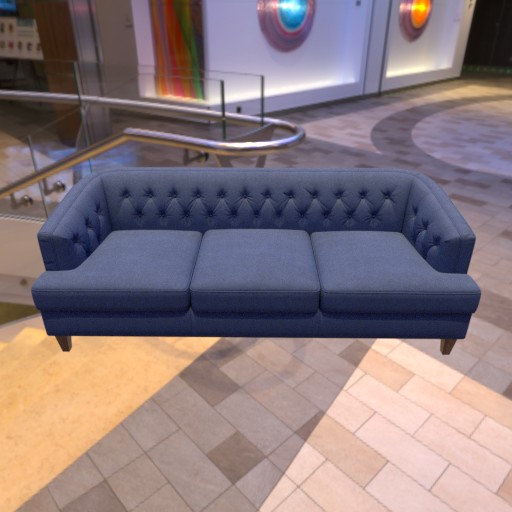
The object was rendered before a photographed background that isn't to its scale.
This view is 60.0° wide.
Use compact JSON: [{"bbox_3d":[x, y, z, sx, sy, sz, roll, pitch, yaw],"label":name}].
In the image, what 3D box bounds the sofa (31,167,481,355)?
[{"bbox_3d":[0.000,0.000,2.587,2.235,0.787,0.914,0,29,1],"label":"sofa"}]
